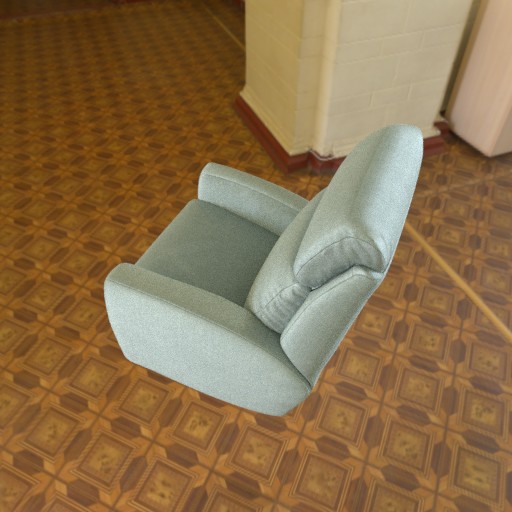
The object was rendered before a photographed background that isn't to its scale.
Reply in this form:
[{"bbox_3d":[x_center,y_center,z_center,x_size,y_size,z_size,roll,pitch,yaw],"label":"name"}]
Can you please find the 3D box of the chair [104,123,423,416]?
[{"bbox_3d":[0.000,0.000,1.653,0.940,1.013,0.812,17,48,16],"label":"chair"}]
